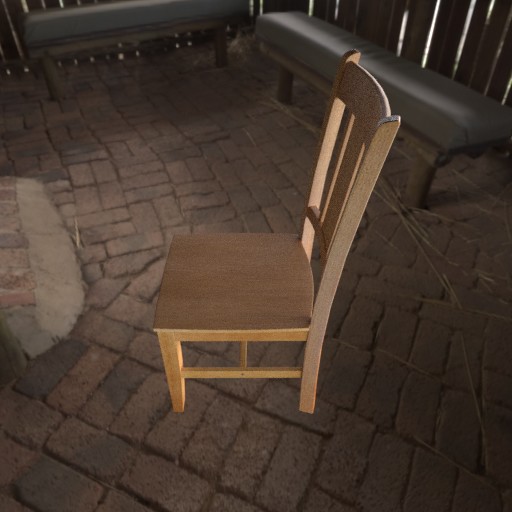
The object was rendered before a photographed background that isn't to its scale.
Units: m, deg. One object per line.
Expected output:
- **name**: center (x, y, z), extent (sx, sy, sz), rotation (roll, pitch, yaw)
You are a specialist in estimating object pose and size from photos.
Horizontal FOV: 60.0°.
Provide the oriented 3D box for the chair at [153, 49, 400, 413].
- **chair**: center (0.000, 0.000, 1.276), extent (0.556, 0.998, 0.450), rotation (0, 40, 0)
